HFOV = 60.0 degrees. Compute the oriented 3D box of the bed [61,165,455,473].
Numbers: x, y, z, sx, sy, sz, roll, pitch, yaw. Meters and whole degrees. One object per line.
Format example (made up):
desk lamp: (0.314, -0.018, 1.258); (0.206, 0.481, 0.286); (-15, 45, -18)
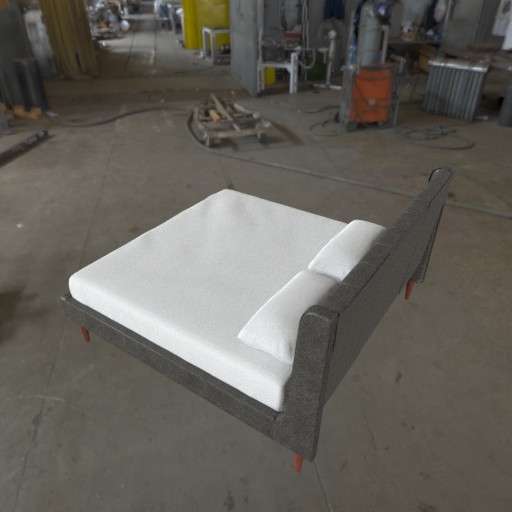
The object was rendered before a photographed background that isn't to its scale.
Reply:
bed: (0.000, 0.000, 3.153); (2.031, 1.158, 1.903); (20, 38, 28)
